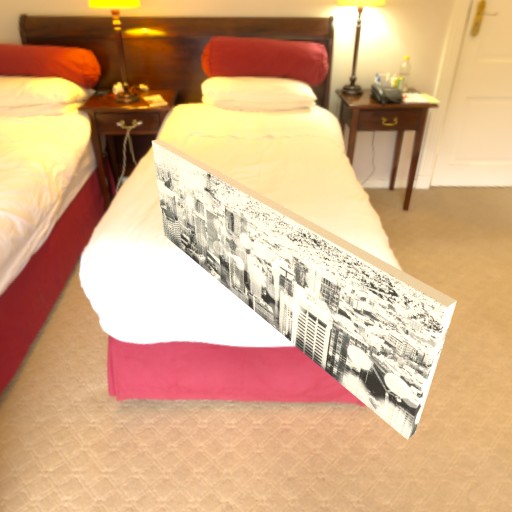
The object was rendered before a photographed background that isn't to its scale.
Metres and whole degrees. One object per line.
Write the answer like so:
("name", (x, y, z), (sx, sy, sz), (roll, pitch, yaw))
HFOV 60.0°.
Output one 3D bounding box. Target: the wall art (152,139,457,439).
("wall art", (0.000, 0.000, 1.693), (0.044, 0.507, 1.520), (-23, 39, -31))
